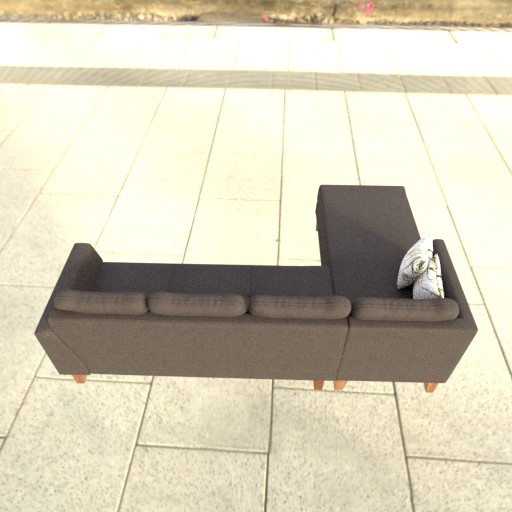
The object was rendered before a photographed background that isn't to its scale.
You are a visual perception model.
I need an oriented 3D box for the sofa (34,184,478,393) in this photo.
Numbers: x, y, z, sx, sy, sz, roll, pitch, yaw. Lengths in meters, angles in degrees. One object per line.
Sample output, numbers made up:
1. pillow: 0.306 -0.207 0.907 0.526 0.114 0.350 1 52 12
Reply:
1. sofa: 0.000 0.000 3.471 2.679 0.932 1.829 1 46 1
